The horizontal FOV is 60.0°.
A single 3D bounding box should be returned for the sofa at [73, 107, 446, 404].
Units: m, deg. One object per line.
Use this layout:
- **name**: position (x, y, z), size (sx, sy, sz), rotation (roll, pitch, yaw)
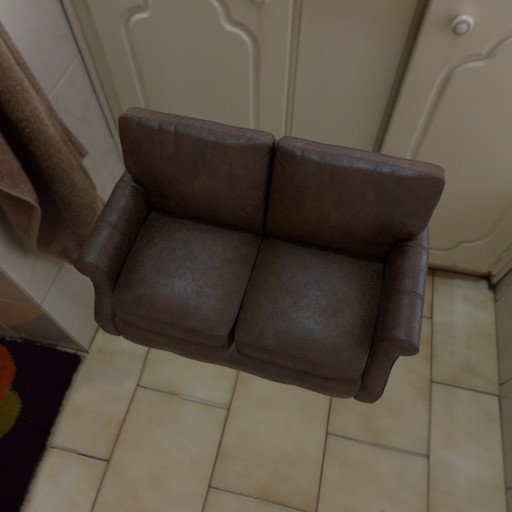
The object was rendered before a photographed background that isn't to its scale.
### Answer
- **sofa**: position (0.000, 0.000, 2.213), size (1.616, 0.976, 0.990), rotation (13, 59, 8)
